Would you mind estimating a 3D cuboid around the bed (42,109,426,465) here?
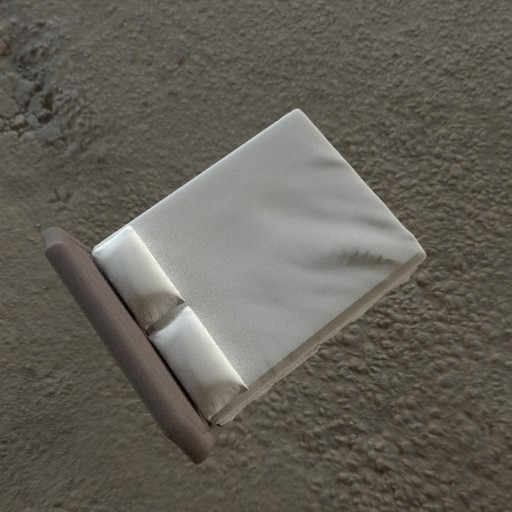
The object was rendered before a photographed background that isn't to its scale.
[{"bbox_3d":[0.000,0.000,3.175,2.116,1.290,1.693,-36,79,-8],"label":"bed"}]
